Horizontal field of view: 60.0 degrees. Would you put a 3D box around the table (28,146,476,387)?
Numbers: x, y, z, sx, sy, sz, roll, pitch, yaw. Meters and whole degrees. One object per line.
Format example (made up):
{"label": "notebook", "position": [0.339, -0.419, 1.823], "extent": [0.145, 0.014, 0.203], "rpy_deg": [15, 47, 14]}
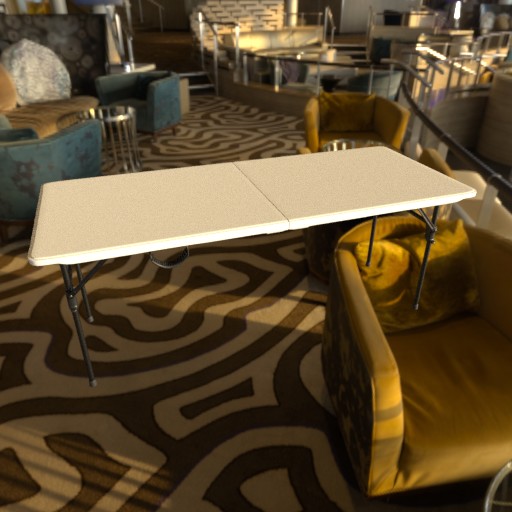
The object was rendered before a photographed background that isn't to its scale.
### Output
{"label": "table", "position": [0.000, 0.000, 2.171], "extent": [1.829, 0.719, 0.761], "rpy_deg": [-10, 31, -17]}
